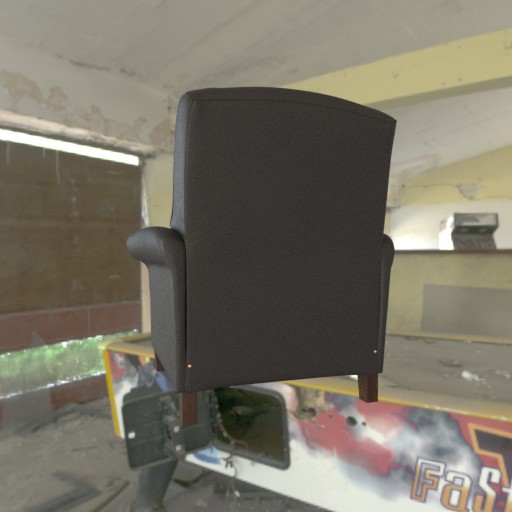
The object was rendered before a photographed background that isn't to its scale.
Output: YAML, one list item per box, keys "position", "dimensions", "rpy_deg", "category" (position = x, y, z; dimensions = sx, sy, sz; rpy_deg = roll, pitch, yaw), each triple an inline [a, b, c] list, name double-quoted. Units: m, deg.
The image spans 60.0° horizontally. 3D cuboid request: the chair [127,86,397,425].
- position: [0.000, 0.000, 1.810]
  dimensions: [0.978, 1.061, 0.902]
  rpy_deg: [0, 0, -19]
  category: "chair"
